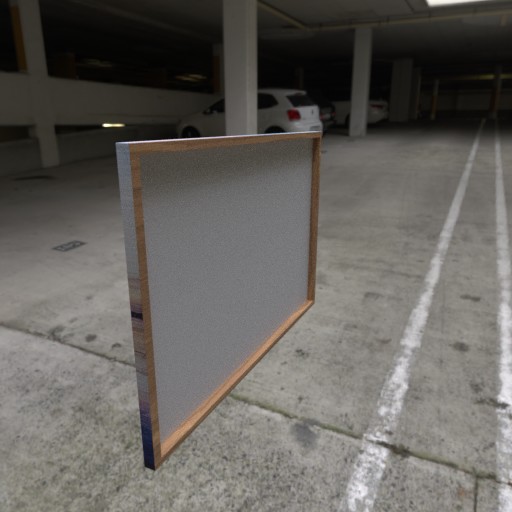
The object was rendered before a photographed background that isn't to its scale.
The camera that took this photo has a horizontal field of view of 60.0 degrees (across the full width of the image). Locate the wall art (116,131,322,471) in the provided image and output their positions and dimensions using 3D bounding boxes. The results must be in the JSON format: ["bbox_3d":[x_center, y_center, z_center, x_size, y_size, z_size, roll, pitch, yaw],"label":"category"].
[{"bbox_3d":[0.000,0.000,0.763,0.018,0.402,0.604,8,19,25],"label":"wall art"}]
